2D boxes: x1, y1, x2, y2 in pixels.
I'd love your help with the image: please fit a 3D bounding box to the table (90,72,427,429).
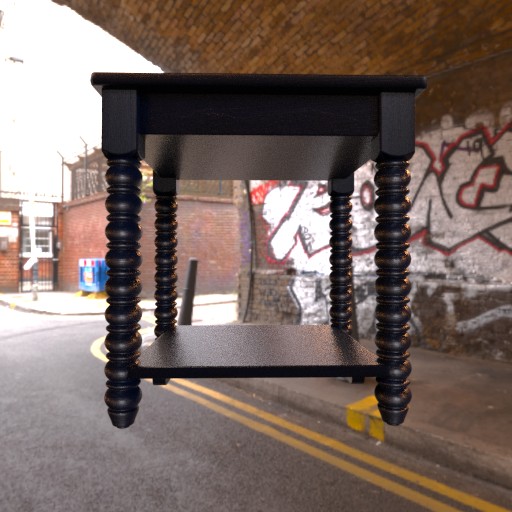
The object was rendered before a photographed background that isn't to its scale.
[{"bbox_3d":[0.000,0.000,0.939,0.533,0.567,0.500,0,-1,-2],"label":"table"}]
